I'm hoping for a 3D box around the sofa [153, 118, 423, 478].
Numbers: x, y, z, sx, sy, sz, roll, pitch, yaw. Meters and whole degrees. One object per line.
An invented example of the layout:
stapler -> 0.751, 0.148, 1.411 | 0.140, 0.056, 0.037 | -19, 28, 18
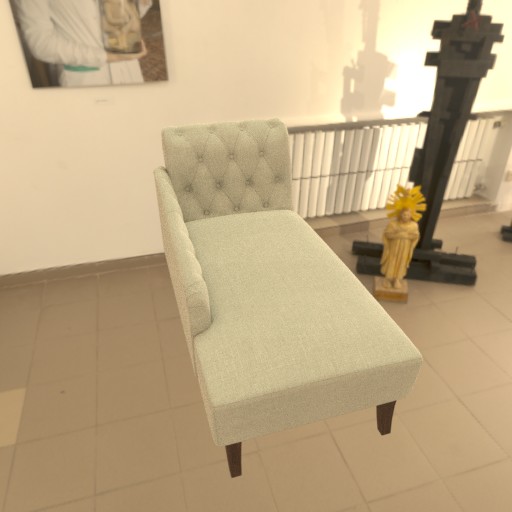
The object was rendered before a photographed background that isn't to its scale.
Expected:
sofa -> 0.000, 0.000, 1.817 | 0.675, 0.787, 1.379 | -9, 33, -14
